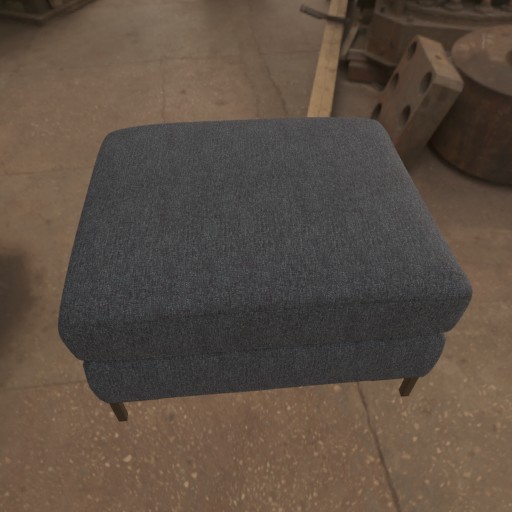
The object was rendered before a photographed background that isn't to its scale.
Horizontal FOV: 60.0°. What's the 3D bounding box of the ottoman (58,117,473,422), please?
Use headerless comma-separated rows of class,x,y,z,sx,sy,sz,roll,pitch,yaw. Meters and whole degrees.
ottoman,0.000,0.000,1.233,0.831,0.533,0.695,-4,47,-4
